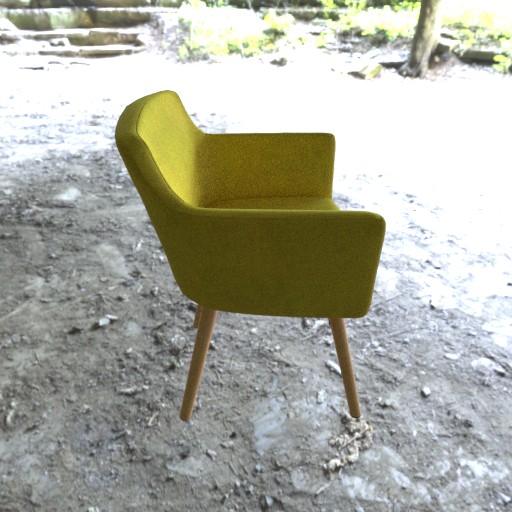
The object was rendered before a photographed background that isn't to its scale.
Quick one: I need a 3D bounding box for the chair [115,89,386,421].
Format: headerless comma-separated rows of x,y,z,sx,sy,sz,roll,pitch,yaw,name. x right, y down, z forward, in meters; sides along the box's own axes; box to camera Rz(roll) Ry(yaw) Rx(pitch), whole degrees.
0.000,0.000,1.163,0.570,0.780,0.570,-1,31,-1,chair
